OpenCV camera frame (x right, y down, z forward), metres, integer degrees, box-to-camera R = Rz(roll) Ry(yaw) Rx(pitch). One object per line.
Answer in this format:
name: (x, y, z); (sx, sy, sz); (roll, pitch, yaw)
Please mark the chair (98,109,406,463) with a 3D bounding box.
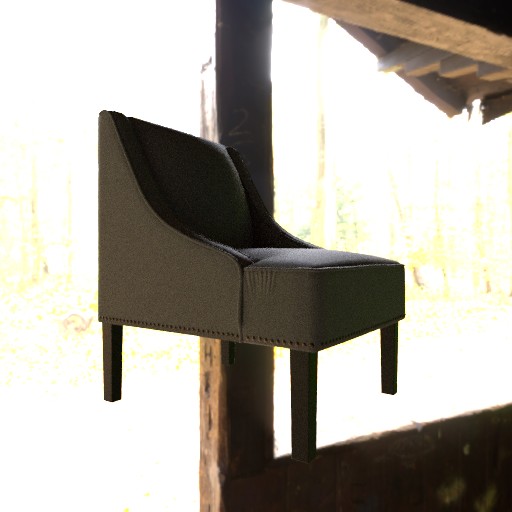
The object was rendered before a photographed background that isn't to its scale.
chair: (0.000, 0.000, 1.358); (0.747, 0.867, 0.631); (0, 0, 35)
